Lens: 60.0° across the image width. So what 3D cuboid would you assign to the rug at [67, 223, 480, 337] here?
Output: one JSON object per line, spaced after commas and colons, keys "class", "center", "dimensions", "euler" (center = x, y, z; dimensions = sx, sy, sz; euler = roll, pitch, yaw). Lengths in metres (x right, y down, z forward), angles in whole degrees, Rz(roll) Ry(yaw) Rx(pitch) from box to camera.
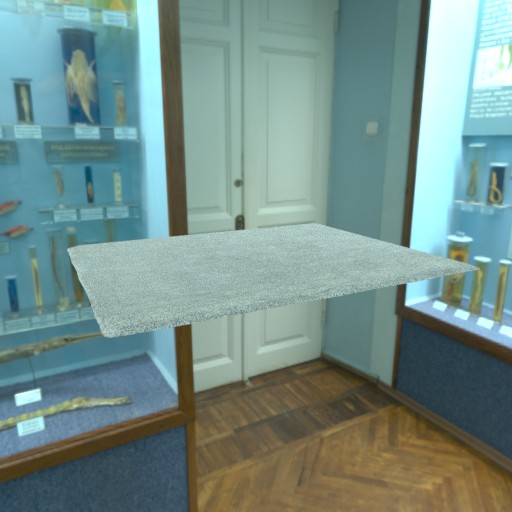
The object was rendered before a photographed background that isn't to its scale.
{"class": "rug", "center": [0.000, 0.000, 3.909], "dimensions": [2.933, 0.027, 2.332], "euler": [-7, 16, -26]}
